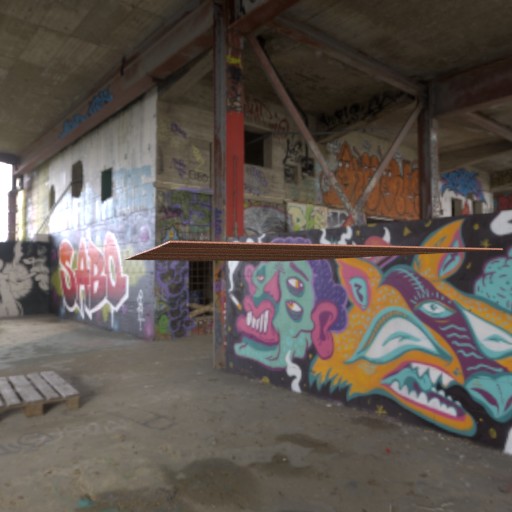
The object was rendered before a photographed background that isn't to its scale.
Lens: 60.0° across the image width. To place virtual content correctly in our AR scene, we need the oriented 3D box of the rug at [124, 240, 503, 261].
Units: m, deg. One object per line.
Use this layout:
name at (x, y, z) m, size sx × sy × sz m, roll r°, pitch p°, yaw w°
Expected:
rug at (0.000, 0.000, 2.915) m, size 1.523 × 0.008 × 2.438 m, roll 1°, pitch -2°, yaw -20°
